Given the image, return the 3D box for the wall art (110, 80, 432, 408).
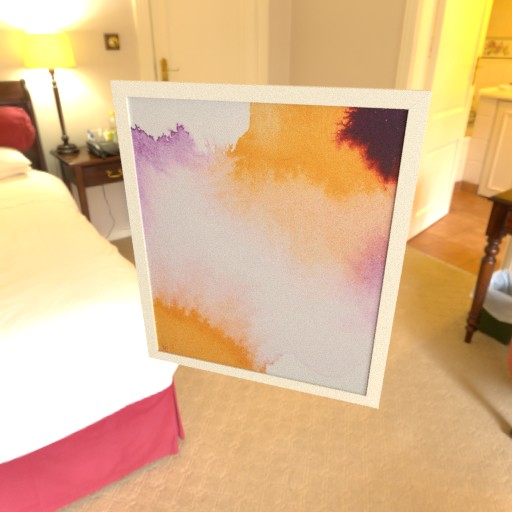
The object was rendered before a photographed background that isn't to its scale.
[{"bbox_3d":[0.000,0.000,0.769,0.482,0.557,0.012,8,28,16],"label":"wall art"}]
